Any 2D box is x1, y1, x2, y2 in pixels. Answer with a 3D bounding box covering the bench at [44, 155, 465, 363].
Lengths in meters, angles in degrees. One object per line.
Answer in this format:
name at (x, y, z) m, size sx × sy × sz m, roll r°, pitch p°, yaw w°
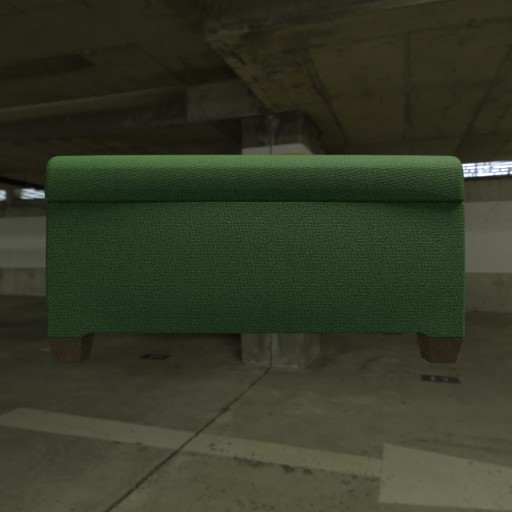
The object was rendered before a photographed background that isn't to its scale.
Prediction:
bench at (0.000, 0.000, 1.253) m, size 0.989 × 0.501 × 0.505 m, roll 0°, pitch 0°, yaw 0°
